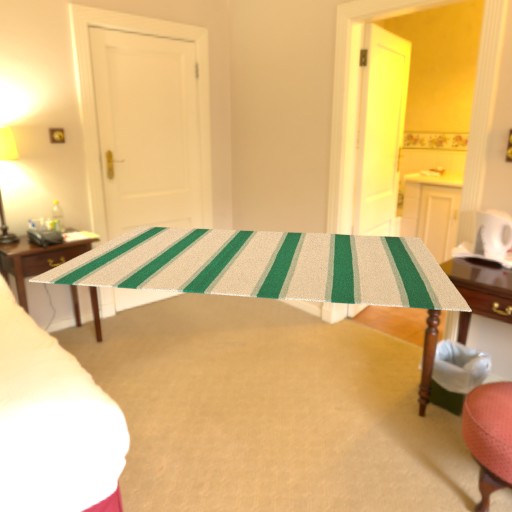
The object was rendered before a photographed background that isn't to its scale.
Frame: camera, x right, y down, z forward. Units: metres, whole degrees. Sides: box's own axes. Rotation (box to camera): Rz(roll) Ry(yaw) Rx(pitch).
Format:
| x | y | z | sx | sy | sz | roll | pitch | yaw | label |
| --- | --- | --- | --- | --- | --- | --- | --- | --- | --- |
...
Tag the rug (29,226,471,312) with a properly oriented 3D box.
| x | y | z | sx | sy | sz | roll | pitch | yaw | label |
| --- | --- | --- | --- | --- | --- | --- | --- | --- | --- |
| 0.000 | 0.000 | 3.100 | 2.436 | 0.015 | 1.521 | 3 | 16 | 10 | rug |
